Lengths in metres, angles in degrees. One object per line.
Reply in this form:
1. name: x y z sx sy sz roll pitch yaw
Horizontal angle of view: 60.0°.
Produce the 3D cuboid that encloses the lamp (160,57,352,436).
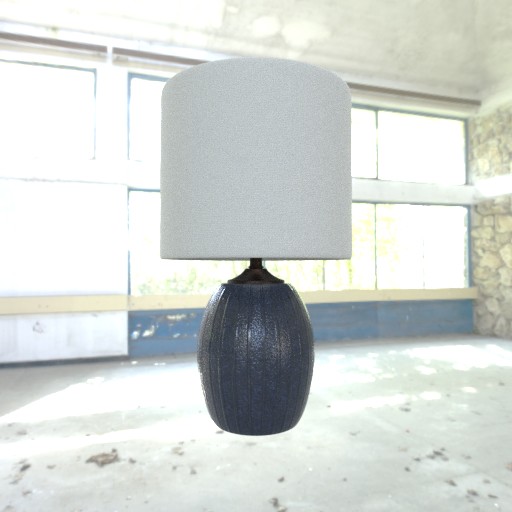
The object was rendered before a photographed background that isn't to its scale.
1. lamp: 0.000 0.000 0.774 0.329 0.570 0.329 0 -1 -17
